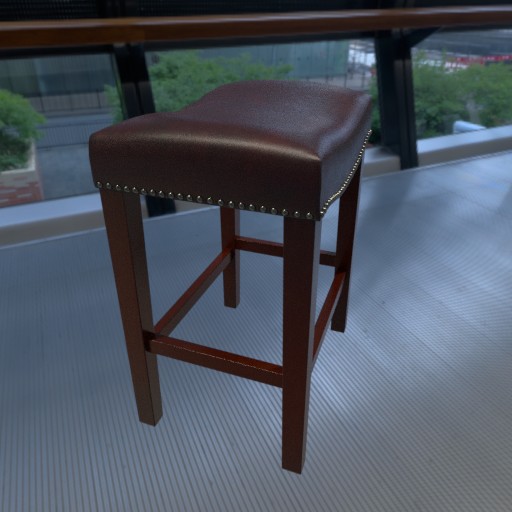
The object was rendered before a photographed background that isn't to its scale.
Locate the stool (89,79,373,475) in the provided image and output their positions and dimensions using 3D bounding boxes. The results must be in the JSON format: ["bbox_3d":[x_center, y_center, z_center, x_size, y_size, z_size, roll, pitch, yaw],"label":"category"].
[{"bbox_3d":[0.000,0.000,0.955,0.372,0.657,0.504,10,31,18],"label":"stool"}]
